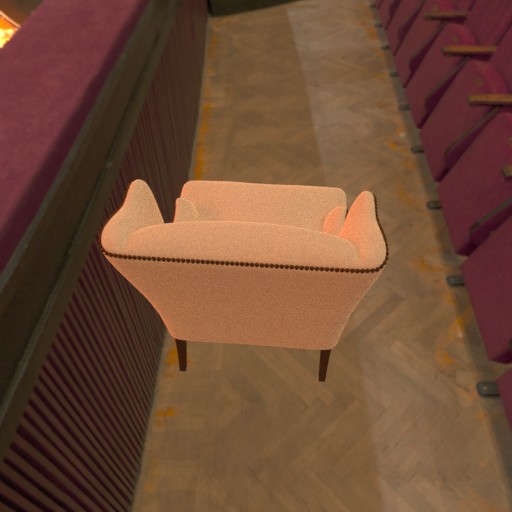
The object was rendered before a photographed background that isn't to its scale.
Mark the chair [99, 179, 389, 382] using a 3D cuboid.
[{"bbox_3d":[0.000,0.000,1.673,0.737,1.029,0.940,3,47,3],"label":"chair"}]
